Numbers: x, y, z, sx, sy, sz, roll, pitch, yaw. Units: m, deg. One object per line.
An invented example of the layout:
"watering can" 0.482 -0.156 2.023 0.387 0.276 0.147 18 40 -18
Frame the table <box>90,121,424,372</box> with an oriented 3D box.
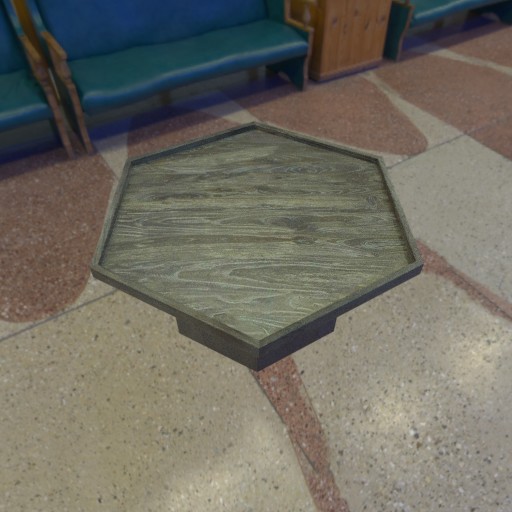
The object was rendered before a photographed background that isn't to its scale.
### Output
"table" 0.000 0.000 1.648 1.115 0.488 0.966 -23 50 -21
